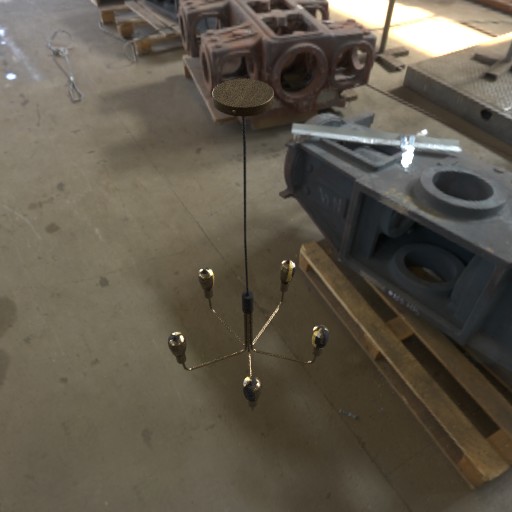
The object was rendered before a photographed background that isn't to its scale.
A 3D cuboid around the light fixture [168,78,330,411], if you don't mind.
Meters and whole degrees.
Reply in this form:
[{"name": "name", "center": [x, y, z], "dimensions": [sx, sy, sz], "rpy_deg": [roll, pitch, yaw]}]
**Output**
[{"name": "light fixture", "center": [0.000, 0.000, 1.358], "dimensions": [0.532, 1.059, 0.588], "rpy_deg": [11, 48, 10]}]
